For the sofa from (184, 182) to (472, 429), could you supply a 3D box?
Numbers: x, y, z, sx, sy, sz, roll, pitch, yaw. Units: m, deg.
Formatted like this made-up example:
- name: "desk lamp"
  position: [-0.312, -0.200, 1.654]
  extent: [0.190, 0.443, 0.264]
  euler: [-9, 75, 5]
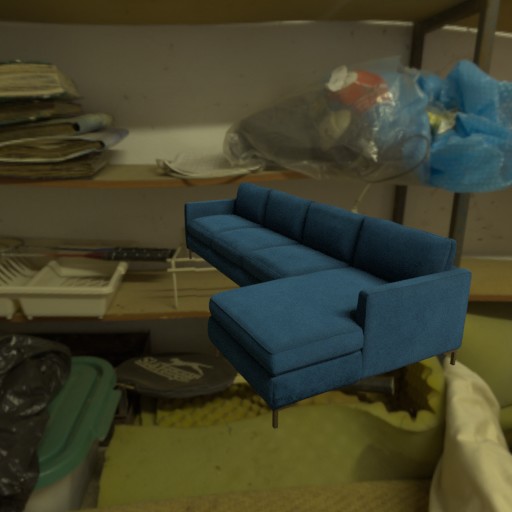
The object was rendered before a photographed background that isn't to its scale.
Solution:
- name: "sofa"
  position: [0.000, 0.000, 3.533]
  extent: [1.350, 0.810, 2.932]
  euler: [-8, 19, -26]
